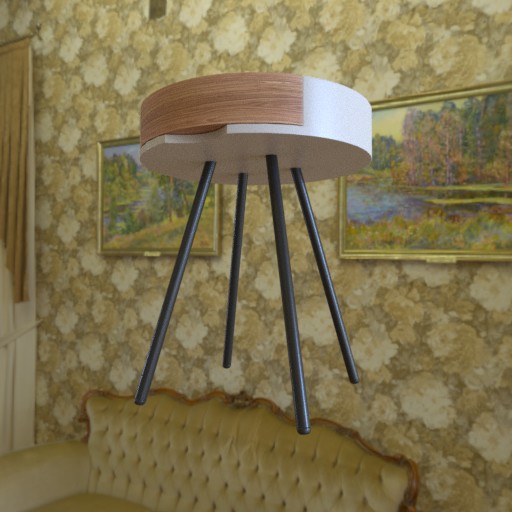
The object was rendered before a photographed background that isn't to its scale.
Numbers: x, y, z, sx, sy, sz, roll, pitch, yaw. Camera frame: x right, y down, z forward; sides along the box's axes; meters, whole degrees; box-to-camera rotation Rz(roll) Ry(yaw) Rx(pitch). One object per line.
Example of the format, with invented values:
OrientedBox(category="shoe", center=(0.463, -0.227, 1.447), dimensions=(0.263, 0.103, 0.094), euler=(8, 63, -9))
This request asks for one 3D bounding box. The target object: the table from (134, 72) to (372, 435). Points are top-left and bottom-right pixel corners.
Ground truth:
OrientedBox(category="table", center=(0.000, 0.000, 0.851), dimensions=(0.450, 0.525, 0.450), euler=(0, -1, 0))
